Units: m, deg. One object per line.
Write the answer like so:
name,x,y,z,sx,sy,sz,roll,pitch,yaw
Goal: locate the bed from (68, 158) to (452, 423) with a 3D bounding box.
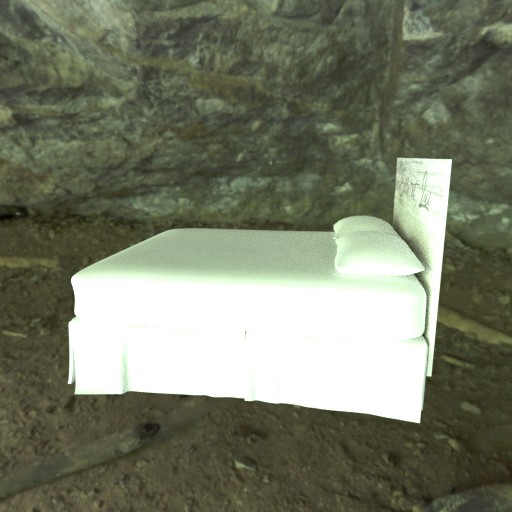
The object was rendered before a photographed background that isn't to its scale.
bed,0.000,0.000,3.103,2.094,1.335,1.745,2,13,9
